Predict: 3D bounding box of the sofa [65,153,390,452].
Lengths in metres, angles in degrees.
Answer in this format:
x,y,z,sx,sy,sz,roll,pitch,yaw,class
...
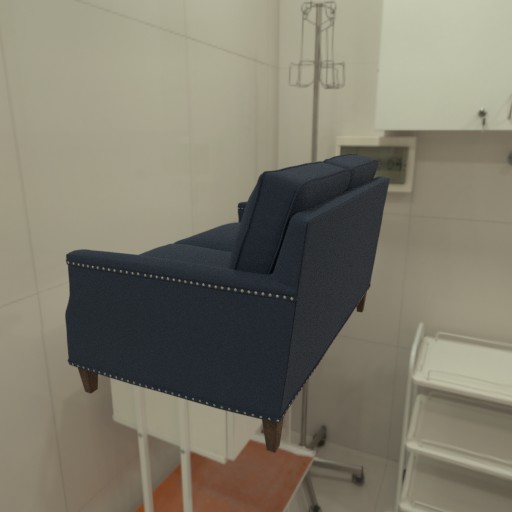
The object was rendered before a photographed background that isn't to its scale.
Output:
x,y,z,sx,sy,sz,roll,pitch,yaw,class
0.000,0.000,2.289,1.084,1.003,1.597,7,17,24,sofa
